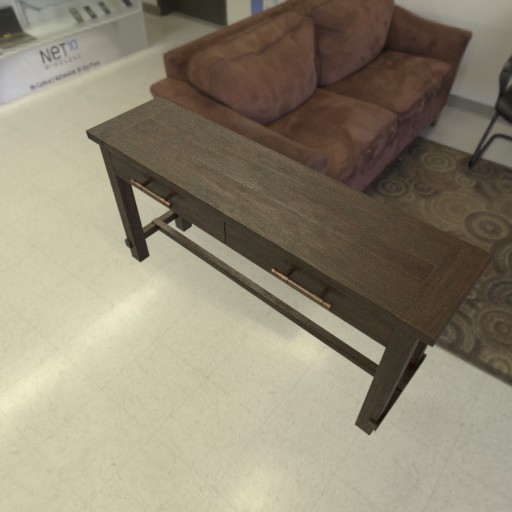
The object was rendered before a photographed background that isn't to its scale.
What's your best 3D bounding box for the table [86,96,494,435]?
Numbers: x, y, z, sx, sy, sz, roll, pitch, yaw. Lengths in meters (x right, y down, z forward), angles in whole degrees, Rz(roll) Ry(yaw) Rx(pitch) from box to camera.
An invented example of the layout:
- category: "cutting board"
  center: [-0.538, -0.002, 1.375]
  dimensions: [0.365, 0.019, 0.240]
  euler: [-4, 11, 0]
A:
- category: "table"
  center: [0.000, 0.000, 1.908]
  dimensions: [1.599, 0.762, 0.442]
  euler: [32, 54, 27]
